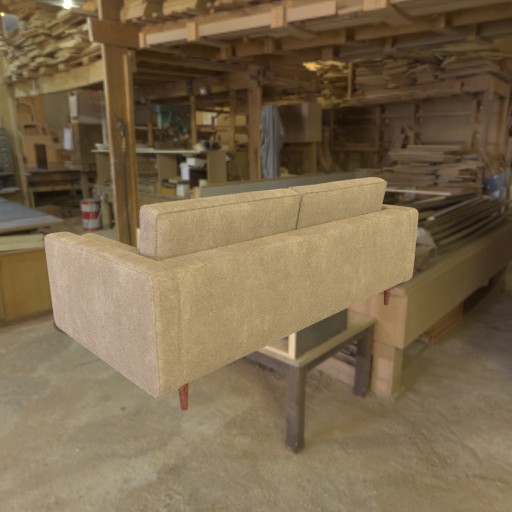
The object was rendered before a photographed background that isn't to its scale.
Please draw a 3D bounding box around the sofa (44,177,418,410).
[{"bbox_3d":[0.000,0.000,2.363,1.883,0.769,0.920,-15,21,-43],"label":"sofa"}]
